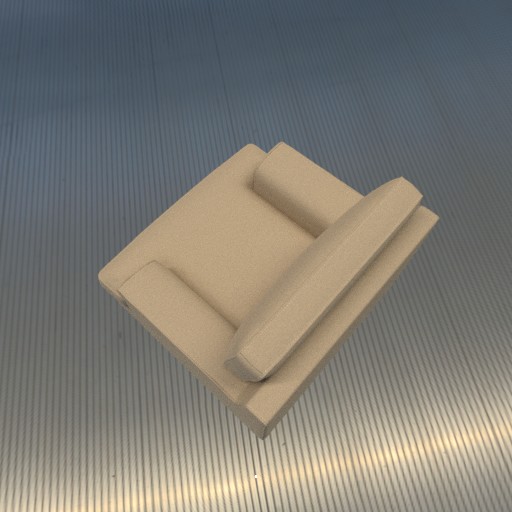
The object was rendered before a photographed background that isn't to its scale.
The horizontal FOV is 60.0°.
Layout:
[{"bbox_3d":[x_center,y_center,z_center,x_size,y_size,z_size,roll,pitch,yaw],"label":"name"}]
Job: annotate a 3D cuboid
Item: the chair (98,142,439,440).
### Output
[{"bbox_3d":[0.000,0.000,2.164,1.274,1.005,1.293,32,68,15],"label":"chair"}]
